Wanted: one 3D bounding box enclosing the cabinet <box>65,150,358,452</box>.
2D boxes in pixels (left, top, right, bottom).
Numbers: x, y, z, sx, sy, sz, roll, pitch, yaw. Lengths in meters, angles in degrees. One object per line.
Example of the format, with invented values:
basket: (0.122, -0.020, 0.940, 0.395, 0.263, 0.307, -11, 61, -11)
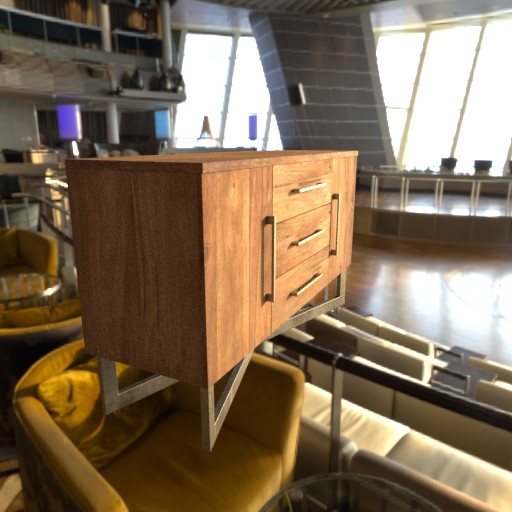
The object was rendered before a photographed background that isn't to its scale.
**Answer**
cabinet: (0.000, 0.000, 1.806, 0.480, 0.812, 1.373, 7, 16, 26)
